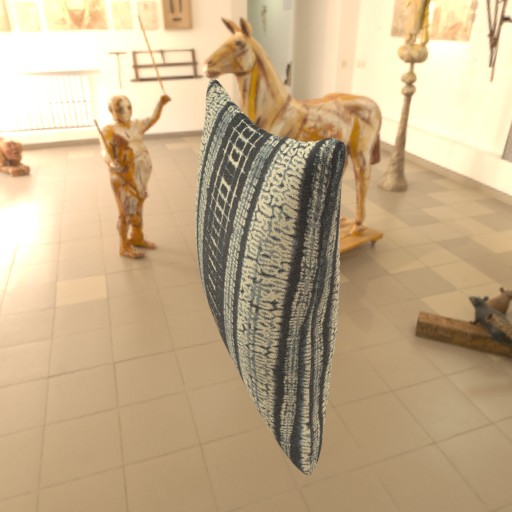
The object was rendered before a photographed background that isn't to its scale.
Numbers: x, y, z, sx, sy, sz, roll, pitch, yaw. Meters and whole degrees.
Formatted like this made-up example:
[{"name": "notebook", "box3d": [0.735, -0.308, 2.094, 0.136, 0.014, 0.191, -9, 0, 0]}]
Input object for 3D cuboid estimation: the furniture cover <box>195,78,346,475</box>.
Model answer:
[{"name": "furniture cover", "box3d": [0.000, 0.000, 0.644, 0.133, 0.435, 0.425, -10, 30, -17]}]
